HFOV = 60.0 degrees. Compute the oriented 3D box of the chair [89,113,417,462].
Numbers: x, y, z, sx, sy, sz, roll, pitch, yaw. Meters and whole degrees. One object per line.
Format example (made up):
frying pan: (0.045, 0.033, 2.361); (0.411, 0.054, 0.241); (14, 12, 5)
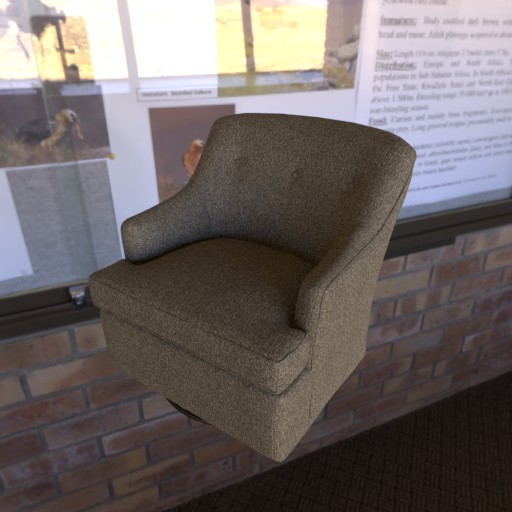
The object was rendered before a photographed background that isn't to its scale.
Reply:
chair: (0.000, 0.000, 1.617); (0.864, 0.856, 0.923); (18, 33, 30)
